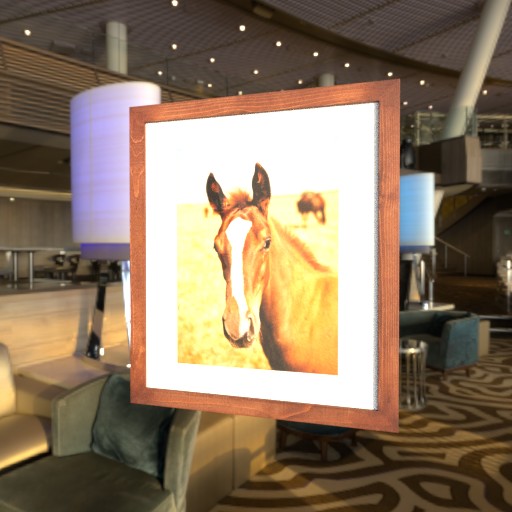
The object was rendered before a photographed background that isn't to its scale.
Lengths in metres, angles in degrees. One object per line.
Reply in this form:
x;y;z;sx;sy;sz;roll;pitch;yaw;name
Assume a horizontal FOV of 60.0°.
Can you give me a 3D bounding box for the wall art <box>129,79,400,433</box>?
0.000;0.000;0.538;0.330;0.381;0.030;0;1;17;wall art
